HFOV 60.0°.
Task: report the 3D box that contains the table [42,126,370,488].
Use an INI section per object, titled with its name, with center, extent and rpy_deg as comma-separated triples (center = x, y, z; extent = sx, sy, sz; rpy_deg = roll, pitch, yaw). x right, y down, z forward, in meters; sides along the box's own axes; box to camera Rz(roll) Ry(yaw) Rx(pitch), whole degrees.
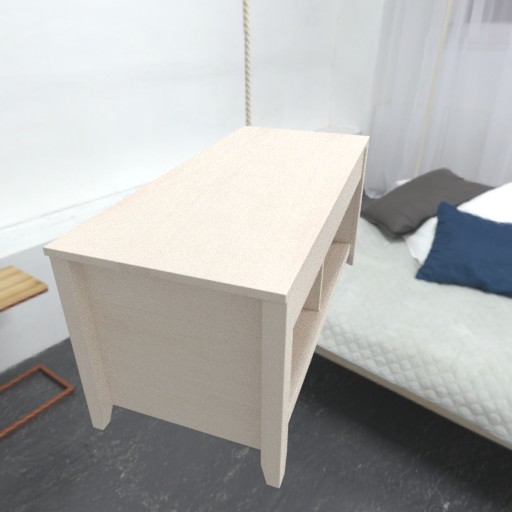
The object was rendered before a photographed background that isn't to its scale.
[table]
center = 0.000, 0.000, 1.267
extent = 0.457, 0.483, 1.016
rpy_deg = 10, 31, 17
